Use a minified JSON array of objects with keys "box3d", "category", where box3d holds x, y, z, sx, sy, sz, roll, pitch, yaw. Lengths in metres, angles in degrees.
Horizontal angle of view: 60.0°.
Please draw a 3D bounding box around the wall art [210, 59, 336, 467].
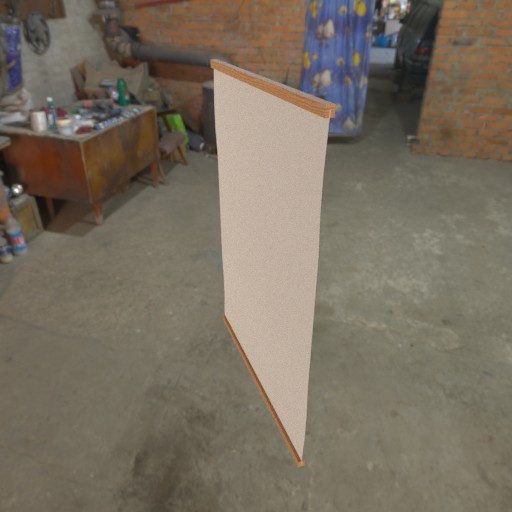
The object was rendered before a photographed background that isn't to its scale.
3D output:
[{"box3d":[0.000,0.000,1.336,0.020,1.016,0.739,-11,32,-18],"category":"wall art"}]
